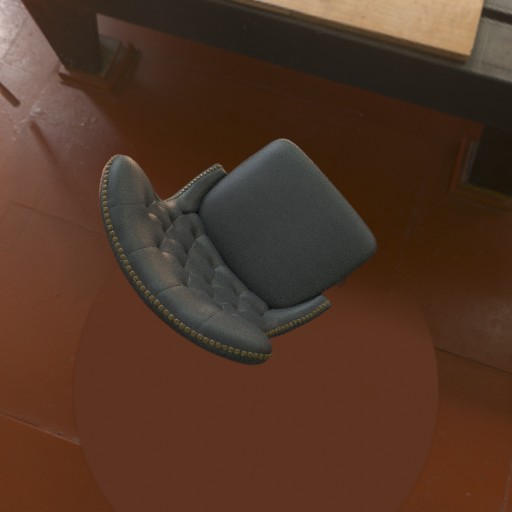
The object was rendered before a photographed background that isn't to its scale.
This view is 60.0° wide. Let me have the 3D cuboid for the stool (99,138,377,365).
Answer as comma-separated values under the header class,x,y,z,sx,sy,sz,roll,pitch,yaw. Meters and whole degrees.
class,x,y,z,sx,sy,sz,roll,pitch,yaw
stool,0.000,0.000,1.330,0.593,0.971,0.528,-36,78,-9
